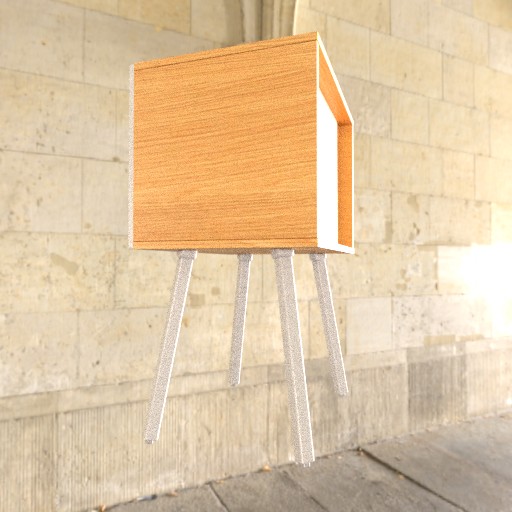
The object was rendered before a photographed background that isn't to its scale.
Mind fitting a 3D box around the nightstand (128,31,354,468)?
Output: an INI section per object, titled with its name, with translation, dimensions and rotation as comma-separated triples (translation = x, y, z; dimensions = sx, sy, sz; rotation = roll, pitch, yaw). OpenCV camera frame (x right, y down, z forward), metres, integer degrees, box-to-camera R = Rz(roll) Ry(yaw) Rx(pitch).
[nightstand]
translation = 0.000, 0.000, 0.837
dimensions = 0.316, 0.601, 0.400
rotation = 0, -1, 19
